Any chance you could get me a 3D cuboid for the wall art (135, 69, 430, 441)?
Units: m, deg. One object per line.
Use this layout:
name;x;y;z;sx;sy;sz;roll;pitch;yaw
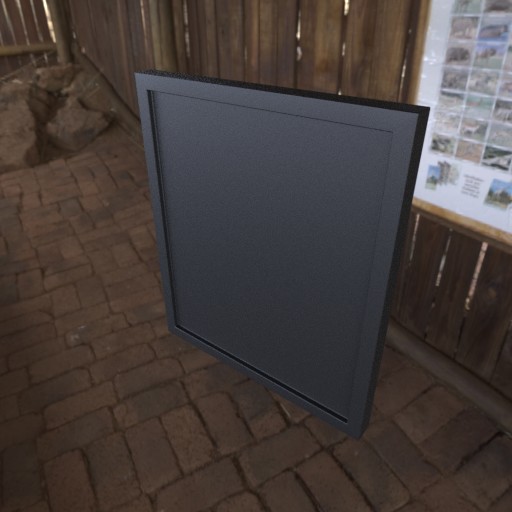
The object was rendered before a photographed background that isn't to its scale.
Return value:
wall art;0.000;0.000;0.524;0.328;0.381;0.028;21;37;32
